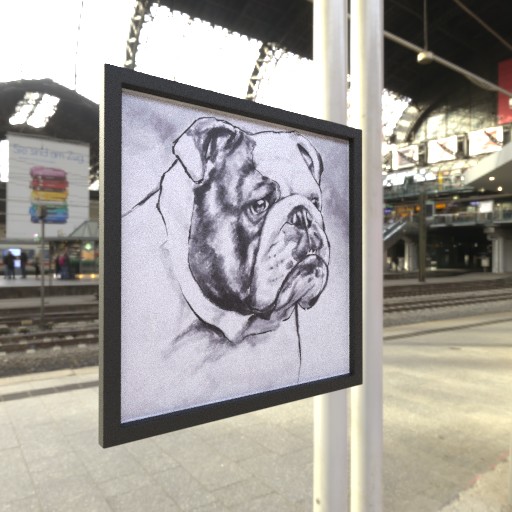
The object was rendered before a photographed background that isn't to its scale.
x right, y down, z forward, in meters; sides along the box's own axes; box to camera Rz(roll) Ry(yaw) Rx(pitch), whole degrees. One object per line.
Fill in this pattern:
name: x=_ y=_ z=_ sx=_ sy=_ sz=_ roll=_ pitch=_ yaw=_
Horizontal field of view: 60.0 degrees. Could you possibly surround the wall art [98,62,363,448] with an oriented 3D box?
wall art: x=0.000 y=0.000 z=0.661 sx=0.456 sy=0.453 sz=0.022 roll=0 pitch=-1 yaw=-36
